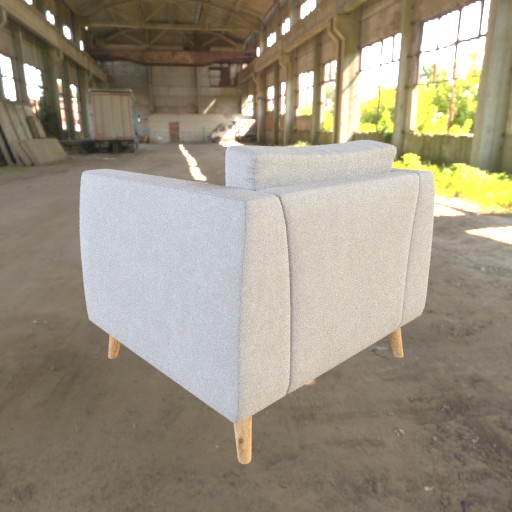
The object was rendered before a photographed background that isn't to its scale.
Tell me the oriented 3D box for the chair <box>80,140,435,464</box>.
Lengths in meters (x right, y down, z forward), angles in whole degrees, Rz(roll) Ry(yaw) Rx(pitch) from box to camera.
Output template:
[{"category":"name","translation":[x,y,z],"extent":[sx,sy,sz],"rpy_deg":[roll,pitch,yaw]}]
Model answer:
[{"category":"chair","translation":[0.000,0.000,1.698],"extent":[1.000,0.860,0.930],"rpy_deg":[-15,22,-41]}]
